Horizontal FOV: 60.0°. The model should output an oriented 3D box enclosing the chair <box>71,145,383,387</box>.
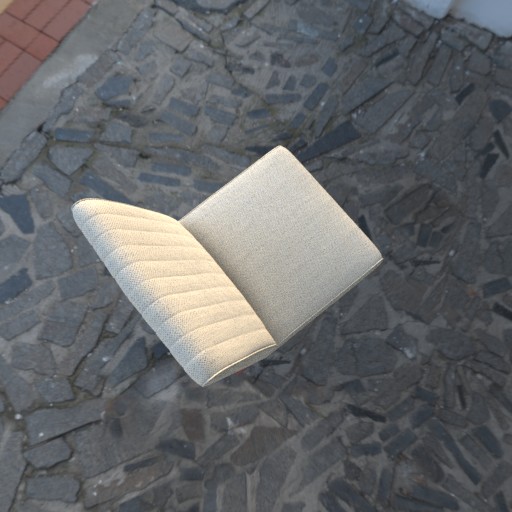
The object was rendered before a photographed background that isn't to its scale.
[{"bbox_3d":[0.000,0.000,1.259,0.594,0.900,0.480,-38,79,-9],"label":"chair"}]
